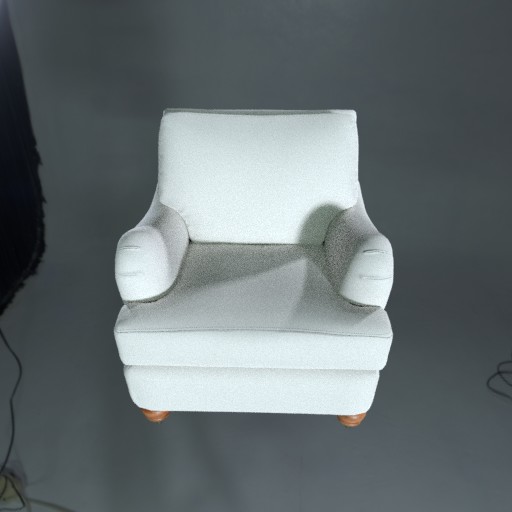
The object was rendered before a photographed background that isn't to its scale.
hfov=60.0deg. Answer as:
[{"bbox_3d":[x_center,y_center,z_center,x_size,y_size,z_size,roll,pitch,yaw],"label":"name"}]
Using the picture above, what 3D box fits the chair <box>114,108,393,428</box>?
[{"bbox_3d":[0.000,0.000,1.846,0.955,1.038,1.070,1,32,1],"label":"chair"}]
